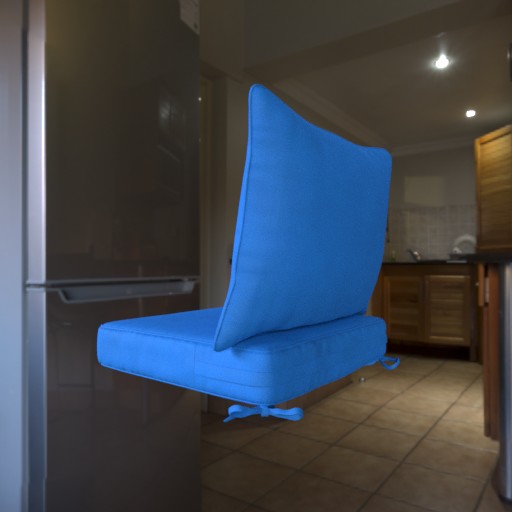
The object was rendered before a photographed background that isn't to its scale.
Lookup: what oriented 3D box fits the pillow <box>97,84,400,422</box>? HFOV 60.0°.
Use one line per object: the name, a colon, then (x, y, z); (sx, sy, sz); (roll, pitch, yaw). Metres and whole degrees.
pillow: (0.000, 0.000, 1.392); (0.733, 0.725, 0.798); (0, 0, 38)
